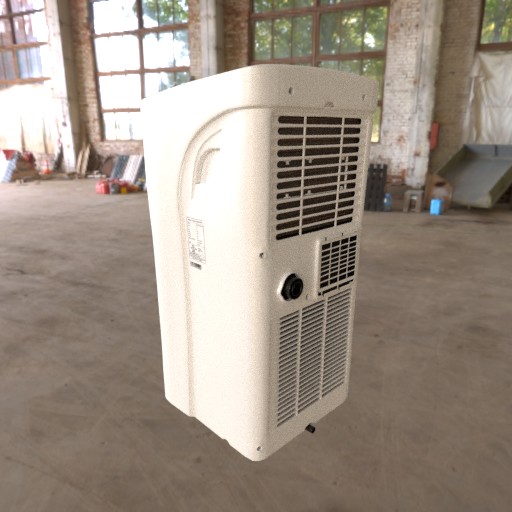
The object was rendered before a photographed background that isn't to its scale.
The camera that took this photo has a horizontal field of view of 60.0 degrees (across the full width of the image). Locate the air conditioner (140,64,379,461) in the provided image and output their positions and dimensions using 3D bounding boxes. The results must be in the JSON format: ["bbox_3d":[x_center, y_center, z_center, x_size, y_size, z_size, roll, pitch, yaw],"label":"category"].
[{"bbox_3d":[0.000,0.000,0.949,0.352,0.716,0.369,-15,22,-43],"label":"air conditioner"}]
